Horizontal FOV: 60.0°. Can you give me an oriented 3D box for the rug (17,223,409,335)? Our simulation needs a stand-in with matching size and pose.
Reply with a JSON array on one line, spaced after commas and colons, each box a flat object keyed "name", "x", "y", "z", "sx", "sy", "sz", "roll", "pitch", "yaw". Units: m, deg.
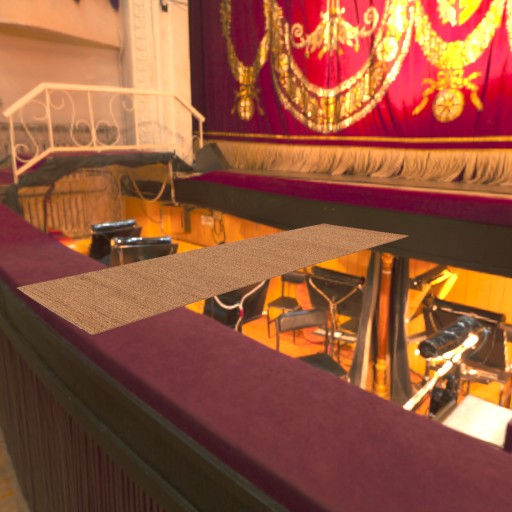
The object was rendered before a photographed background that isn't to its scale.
[{"name": "rug", "x": 0.000, "y": 0.000, "z": 2.606, "sx": 0.741, "sy": 0.014, "sz": 2.390, "roll": 13, "pitch": 19, "yaw": 43}]
